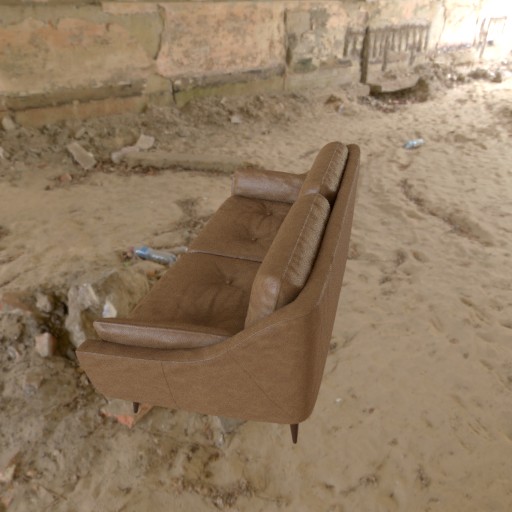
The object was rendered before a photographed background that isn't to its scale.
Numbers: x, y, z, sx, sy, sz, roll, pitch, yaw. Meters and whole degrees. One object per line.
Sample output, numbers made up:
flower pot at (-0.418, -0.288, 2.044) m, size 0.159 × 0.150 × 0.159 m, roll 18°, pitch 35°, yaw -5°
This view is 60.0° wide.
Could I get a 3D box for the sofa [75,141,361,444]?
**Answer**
sofa at (0.000, 0.000, 2.343) m, size 0.904 × 0.839 × 1.902 m, roll 8°, pitch 32°, yaw 14°
